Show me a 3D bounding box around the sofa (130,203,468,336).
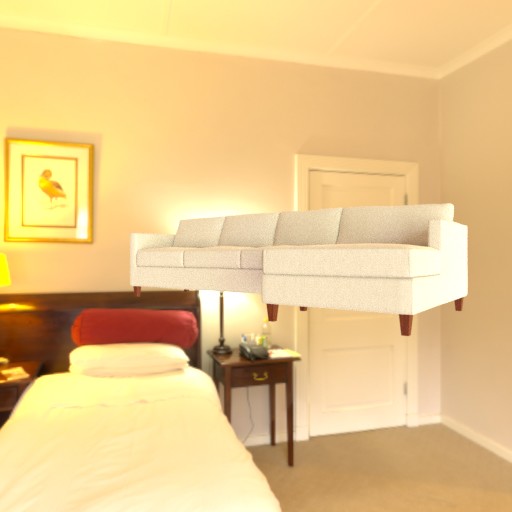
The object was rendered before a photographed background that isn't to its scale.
[{"bbox_3d":[0.000,0.000,4.263,3.471,0.954,1.599,0,0,36],"label":"sofa"}]
